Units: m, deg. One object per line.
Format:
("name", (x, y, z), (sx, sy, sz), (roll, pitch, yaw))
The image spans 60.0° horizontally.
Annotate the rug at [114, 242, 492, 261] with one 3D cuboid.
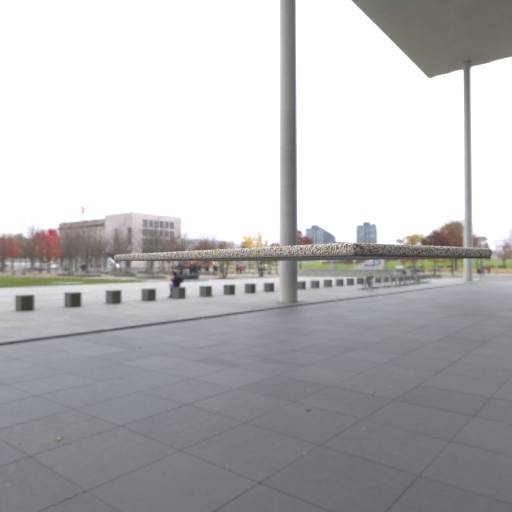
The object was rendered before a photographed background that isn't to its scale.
("rug", (0.000, 0.000, 1.731), (0.609, 0.030, 1.524), (1, -1, -36))
